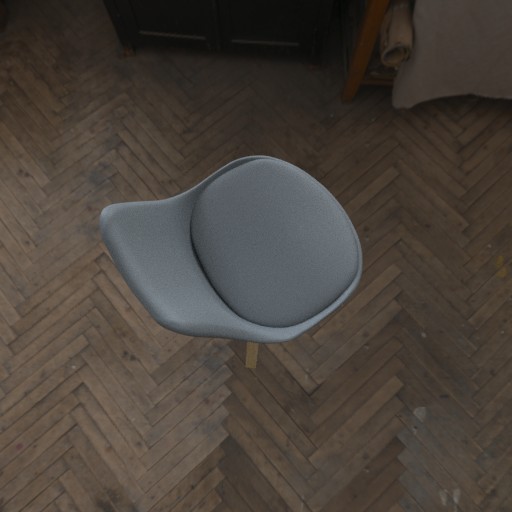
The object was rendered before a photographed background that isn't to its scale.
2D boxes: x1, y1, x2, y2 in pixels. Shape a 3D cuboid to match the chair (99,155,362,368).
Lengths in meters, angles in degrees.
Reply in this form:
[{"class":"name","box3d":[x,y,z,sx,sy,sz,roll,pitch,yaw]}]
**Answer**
[{"class":"chair","box3d":[0.000,0.000,1.196,0.549,0.850,0.485,-34,77,-9]}]
